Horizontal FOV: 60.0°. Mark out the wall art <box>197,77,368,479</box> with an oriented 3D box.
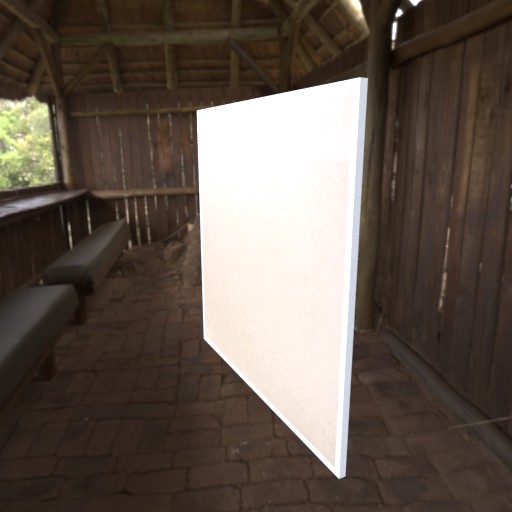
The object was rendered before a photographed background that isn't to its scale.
[{"bbox_3d":[0.000,0.000,0.833,0.012,0.557,0.557,-7,15,-27],"label":"wall art"}]
